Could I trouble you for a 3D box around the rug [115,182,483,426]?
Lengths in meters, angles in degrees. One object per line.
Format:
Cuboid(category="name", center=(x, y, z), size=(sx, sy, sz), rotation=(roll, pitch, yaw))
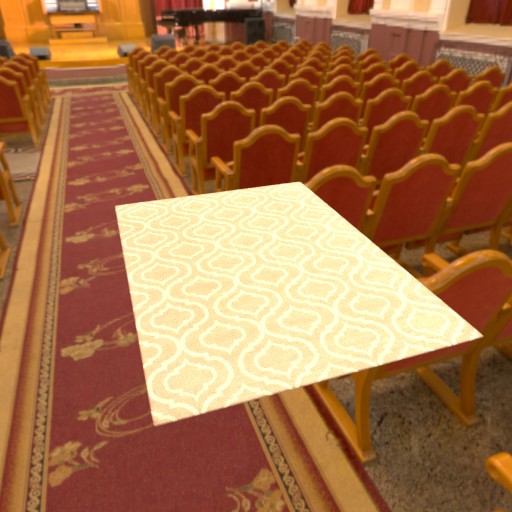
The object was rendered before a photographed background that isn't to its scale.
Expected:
Cuboid(category="rug", center=(0.000, 0.000, 4.320), size=(2.438, 0.010, 3.353), rotation=(-10, 32, -16))
